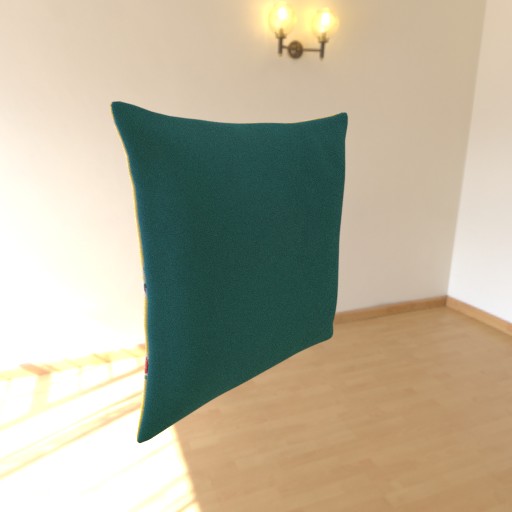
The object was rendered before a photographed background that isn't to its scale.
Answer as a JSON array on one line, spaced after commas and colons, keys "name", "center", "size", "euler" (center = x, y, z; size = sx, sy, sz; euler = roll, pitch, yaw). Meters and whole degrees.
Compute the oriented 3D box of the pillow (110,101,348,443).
[{"name": "pillow", "center": [0.000, 0.000, 0.800], "size": [0.166, 0.508, 0.525], "euler": [15, 22, 42]}]
